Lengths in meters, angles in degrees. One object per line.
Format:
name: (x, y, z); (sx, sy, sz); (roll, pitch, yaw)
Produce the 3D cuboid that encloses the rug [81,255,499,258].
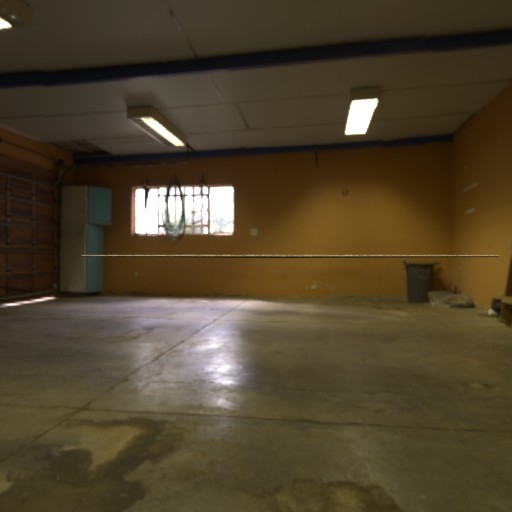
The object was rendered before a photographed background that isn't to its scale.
rug: (0.000, 0.000, 2.254); (1.219, 0.008, 1.829); (0, 0, -37)
